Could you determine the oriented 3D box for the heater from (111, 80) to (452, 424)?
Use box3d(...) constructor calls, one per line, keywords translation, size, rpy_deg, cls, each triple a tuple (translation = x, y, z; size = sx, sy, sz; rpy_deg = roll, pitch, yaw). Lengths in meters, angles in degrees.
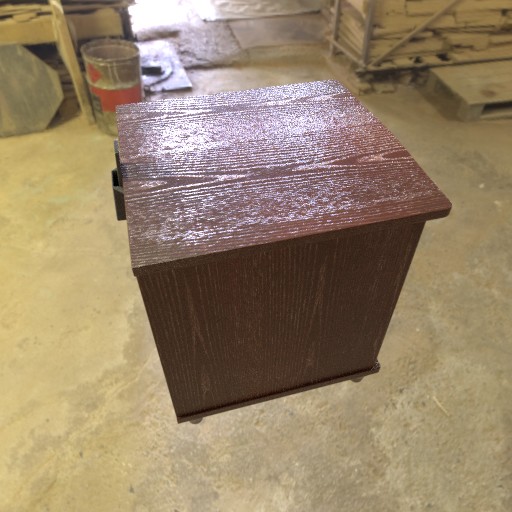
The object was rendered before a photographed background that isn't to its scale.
box3d(translation=(0.000, 0.000, 0.750), size=(0.400, 0.481, 0.362), rpy_deg=(-11, 46, -11), cls="heater")
